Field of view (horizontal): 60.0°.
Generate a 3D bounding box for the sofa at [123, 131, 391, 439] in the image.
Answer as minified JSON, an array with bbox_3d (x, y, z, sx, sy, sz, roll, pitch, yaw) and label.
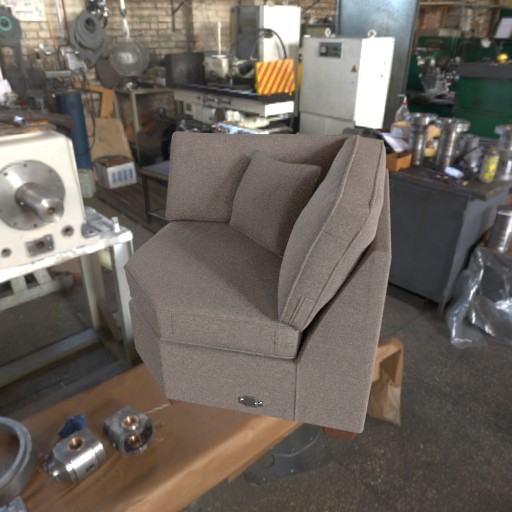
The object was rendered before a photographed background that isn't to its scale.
[{"bbox_3d":[0.000,0.000,1.930,1.050,0.951,1.042,7,28,13],"label":"sofa"}]
